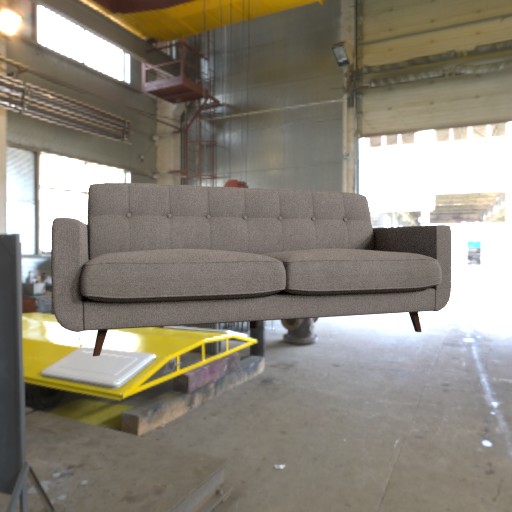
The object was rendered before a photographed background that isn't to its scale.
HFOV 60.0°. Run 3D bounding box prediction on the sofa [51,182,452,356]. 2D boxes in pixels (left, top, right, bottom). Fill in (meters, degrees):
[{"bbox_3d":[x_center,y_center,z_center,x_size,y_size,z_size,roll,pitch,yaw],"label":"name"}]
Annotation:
[{"bbox_3d":[0.000,0.000,2.503,2.029,0.841,0.909,0,1,-18],"label":"sofa"}]
